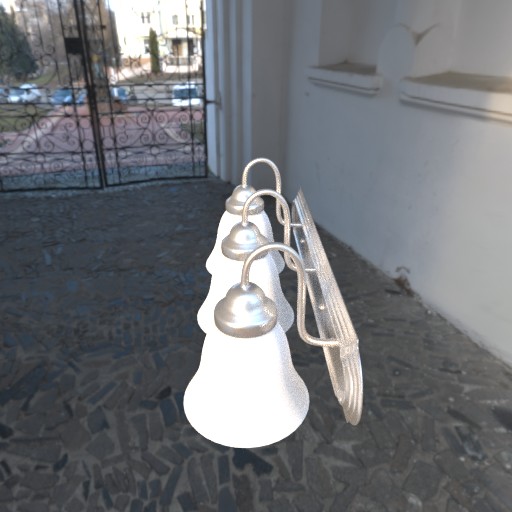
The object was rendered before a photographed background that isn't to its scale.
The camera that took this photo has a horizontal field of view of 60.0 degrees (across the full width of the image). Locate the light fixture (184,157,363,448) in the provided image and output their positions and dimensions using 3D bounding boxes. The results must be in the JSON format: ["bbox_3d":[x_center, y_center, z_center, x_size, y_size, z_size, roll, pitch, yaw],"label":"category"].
[{"bbox_3d":[0.000,0.000,0.708,0.199,0.222,0.610,-1,26,-1],"label":"light fixture"}]
